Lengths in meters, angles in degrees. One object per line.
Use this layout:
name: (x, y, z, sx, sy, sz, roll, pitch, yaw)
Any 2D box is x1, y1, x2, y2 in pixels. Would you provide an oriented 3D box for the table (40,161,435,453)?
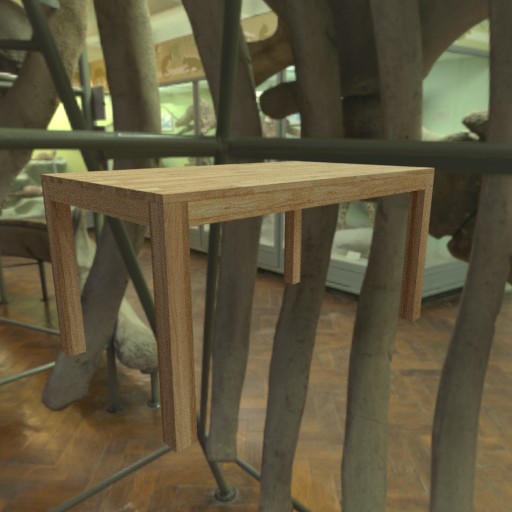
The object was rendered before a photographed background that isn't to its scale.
table: (0.000, 0.000, 2.035, 1.500, 0.770, 0.900, -14, 20, -42)
